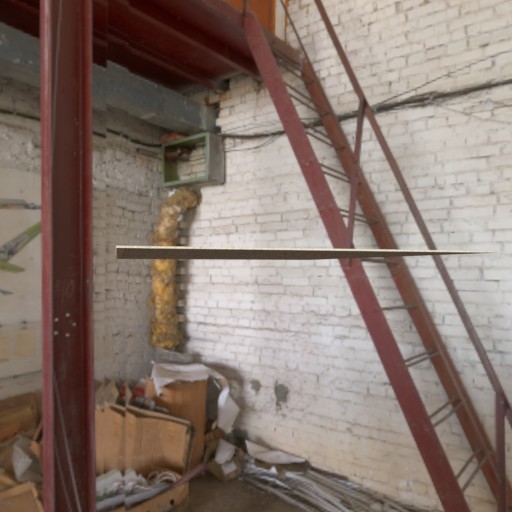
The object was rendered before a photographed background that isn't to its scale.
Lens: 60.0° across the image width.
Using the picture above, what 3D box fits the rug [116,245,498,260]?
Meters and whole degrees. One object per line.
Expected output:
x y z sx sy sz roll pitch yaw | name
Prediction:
0.000 0.000 3.439 2.073 0.011 2.584 0 -2 -17 | rug
